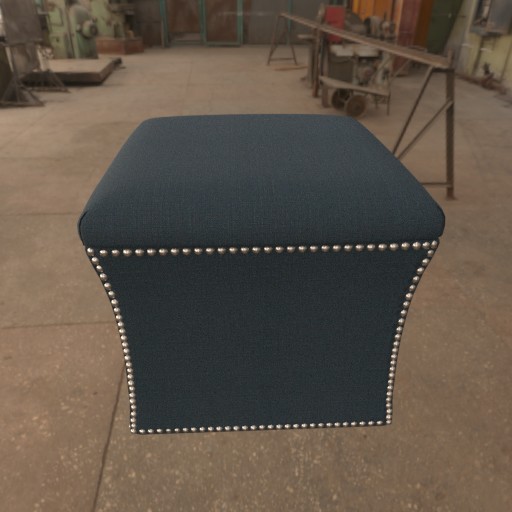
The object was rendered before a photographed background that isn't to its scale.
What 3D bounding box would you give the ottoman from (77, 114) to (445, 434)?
[{"bbox_3d":[0.000,0.000,0.880,0.507,0.475,0.497,-1,31,-2],"label":"ottoman"}]
